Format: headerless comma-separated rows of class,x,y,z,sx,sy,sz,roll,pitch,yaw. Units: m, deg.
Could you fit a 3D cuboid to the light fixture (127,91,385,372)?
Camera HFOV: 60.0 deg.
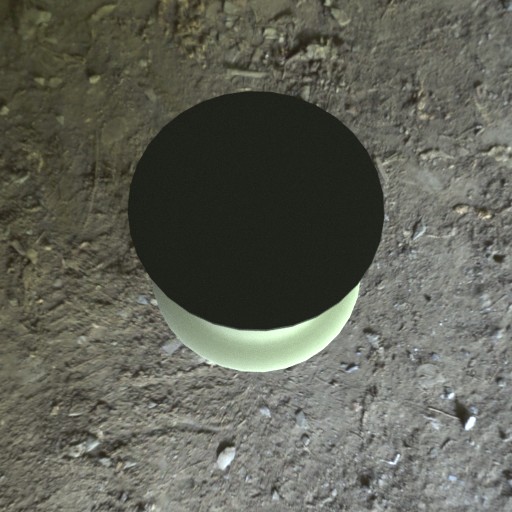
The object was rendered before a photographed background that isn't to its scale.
light fixture,0.000,0.000,0.385,0.197,0.254,0.197,0,75,0
